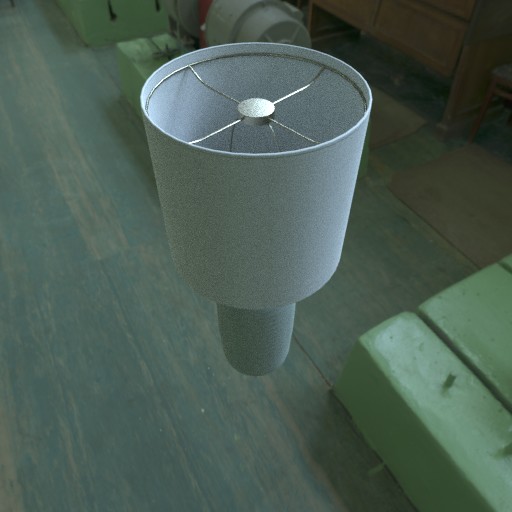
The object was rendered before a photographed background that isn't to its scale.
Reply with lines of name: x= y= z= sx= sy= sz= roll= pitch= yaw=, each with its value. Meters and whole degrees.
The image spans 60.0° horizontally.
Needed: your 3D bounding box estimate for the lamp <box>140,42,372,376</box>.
lamp: x=0.000 y=0.000 z=0.601 sx=0.220 sy=0.475 sz=0.220 roll=-23 pitch=51 yaw=-20
